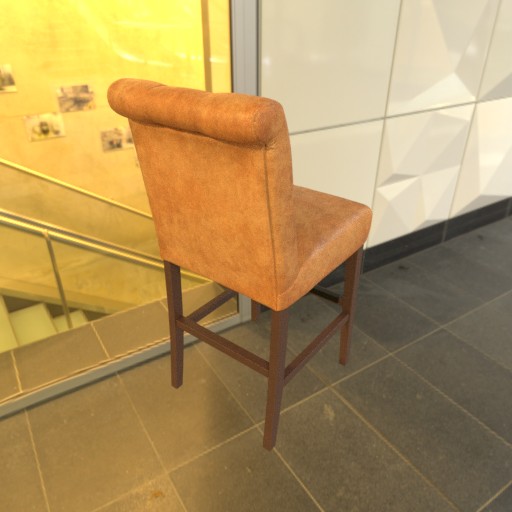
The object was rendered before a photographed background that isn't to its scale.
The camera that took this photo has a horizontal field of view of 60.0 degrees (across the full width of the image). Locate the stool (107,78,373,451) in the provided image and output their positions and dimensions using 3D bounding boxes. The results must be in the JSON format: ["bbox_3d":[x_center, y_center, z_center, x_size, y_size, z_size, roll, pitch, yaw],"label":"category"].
[{"bbox_3d":[0.000,0.000,1.365,0.493,1.047,0.601,21,36,32],"label":"stool"}]
